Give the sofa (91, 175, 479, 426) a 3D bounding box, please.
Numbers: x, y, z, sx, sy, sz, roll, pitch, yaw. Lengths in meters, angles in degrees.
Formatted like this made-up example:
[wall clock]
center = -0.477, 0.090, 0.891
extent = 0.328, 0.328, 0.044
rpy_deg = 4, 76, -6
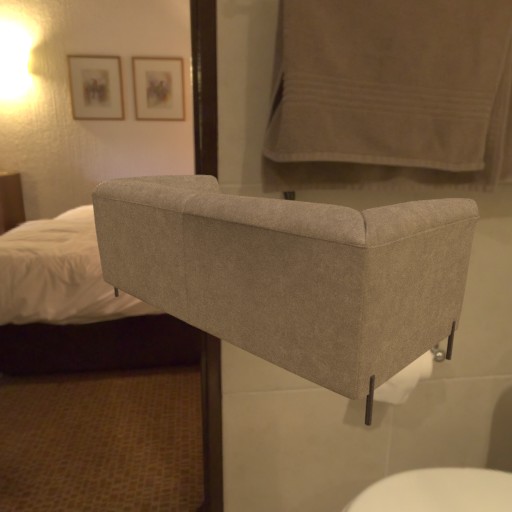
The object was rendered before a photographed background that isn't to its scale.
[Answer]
[sofa]
center = 0.000, 0.000, 2.319
extent = 0.905, 0.747, 1.878
rpy_deg = -14, 20, -43
